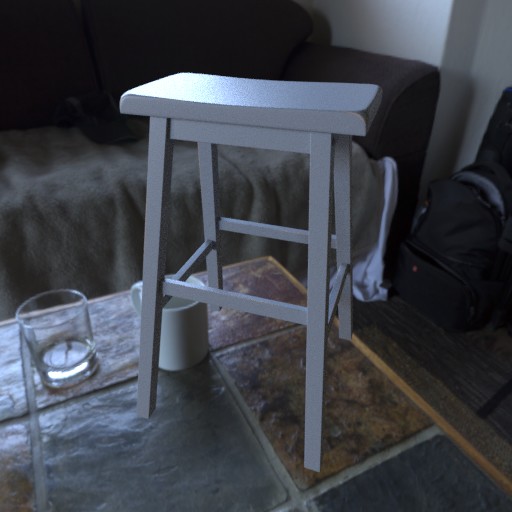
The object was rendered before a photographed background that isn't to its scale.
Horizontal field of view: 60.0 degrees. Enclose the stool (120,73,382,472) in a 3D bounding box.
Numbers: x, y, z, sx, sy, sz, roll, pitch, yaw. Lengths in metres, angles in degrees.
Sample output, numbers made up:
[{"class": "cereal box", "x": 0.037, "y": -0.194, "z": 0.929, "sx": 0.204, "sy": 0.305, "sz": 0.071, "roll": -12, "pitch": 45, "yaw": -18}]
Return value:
[{"class": "stool", "x": 0.000, "y": 0.000, "z": 1.025, "sx": 0.457, "sy": 0.737, "sz": 0.476, "roll": 10, "pitch": 33, "yaw": 16}]
